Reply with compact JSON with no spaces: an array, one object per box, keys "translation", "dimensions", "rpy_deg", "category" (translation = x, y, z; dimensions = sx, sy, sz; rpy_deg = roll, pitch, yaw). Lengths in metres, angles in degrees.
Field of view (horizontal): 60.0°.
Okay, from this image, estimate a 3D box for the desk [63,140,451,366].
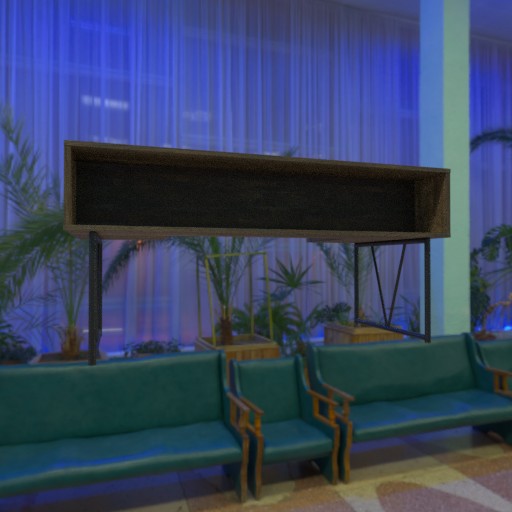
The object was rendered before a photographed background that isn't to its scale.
[{"translation":[0.000,0.000,2.093],"dimensions":[1.600,0.780,0.730],"rpy_deg":[0,-1,-17],"category":"desk"}]
